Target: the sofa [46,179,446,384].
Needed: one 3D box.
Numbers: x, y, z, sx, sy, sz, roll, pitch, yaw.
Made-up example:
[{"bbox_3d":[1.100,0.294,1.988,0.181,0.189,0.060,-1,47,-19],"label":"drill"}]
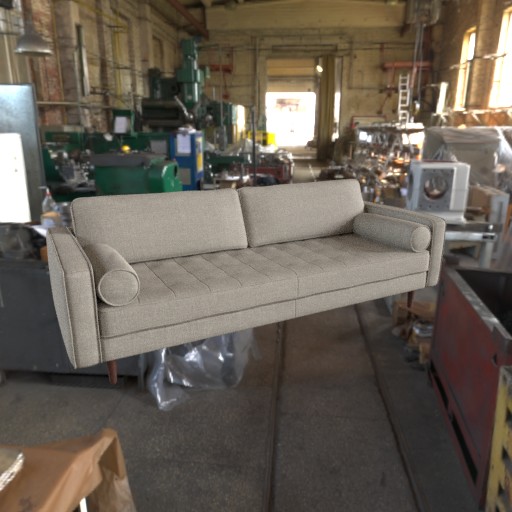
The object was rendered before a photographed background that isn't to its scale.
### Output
[{"bbox_3d":[0.000,0.000,2.634,2.211,0.762,0.914,-9,18,-27],"label":"sofa"}]
